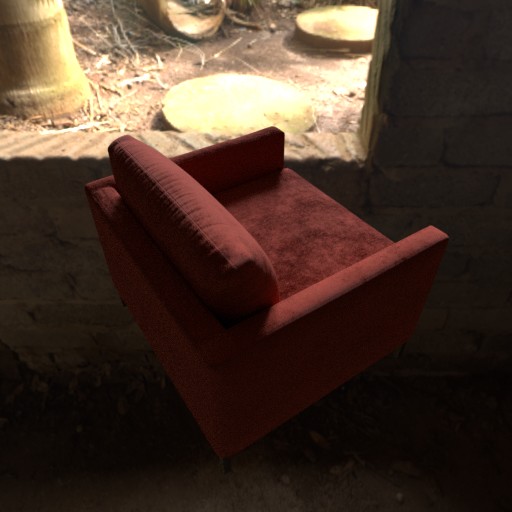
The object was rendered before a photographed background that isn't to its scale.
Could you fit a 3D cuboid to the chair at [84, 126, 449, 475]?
[{"bbox_3d":[0.000,0.000,1.619,0.875,0.812,0.964,-24,47,-25],"label":"chair"}]
